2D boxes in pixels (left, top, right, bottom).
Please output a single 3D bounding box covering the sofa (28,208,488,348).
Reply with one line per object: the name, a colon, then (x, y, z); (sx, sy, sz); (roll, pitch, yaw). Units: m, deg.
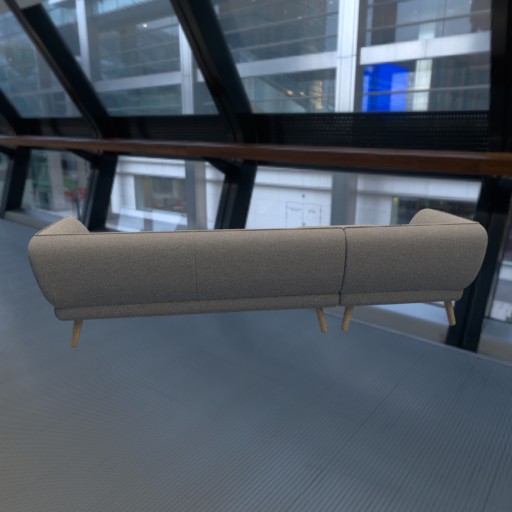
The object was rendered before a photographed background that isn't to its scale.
sofa: (0.000, 0.000, 3.287); (2.653, 0.693, 1.532); (-2, 15, -7)
